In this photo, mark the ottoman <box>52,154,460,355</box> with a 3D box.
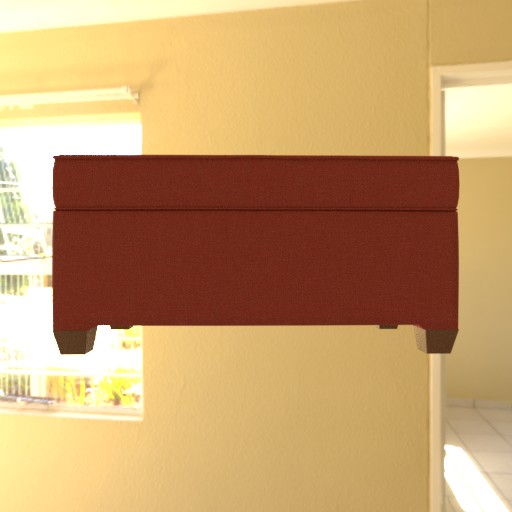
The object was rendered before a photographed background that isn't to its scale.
[{"bbox_3d":[0.000,0.000,1.227,0.948,0.454,0.497,0,-1,-1],"label":"ottoman"}]
